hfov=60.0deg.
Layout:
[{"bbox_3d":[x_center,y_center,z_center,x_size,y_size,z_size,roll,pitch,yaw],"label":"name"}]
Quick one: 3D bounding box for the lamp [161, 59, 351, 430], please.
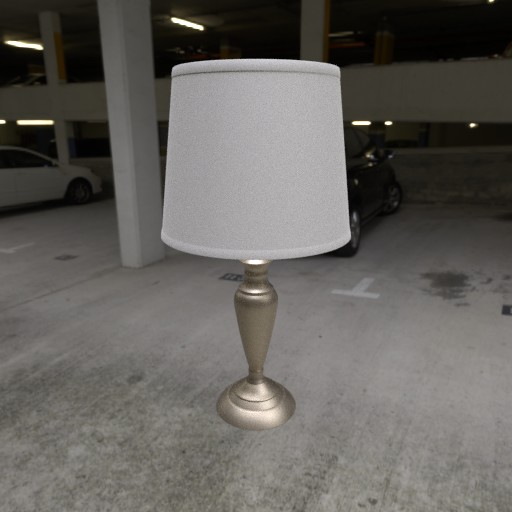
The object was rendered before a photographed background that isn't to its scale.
[{"bbox_3d":[0.000,0.000,0.795,0.328,0.619,0.328,0,17,0],"label":"lamp"}]
